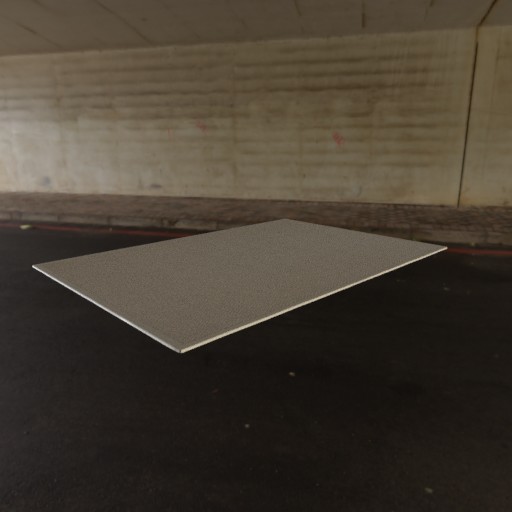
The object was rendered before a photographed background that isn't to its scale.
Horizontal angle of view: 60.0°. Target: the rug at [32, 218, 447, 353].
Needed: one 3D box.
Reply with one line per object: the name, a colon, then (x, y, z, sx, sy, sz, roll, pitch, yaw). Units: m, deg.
rug: (0.000, 0.000, 2.865, 2.244, 0.017, 1.532, -14, 20, -42)
